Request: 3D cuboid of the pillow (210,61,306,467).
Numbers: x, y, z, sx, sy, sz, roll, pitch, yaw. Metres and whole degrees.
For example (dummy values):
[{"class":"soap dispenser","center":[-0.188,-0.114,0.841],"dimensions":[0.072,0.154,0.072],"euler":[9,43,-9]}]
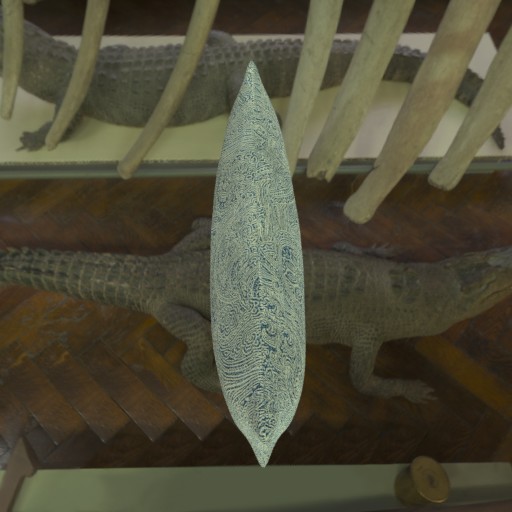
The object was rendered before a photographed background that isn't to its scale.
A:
[{"class":"pillow","center":[0.000,0.000,0.732],"dimensions":[0.151,0.295,0.615],"euler":[-1,59,-1]}]
